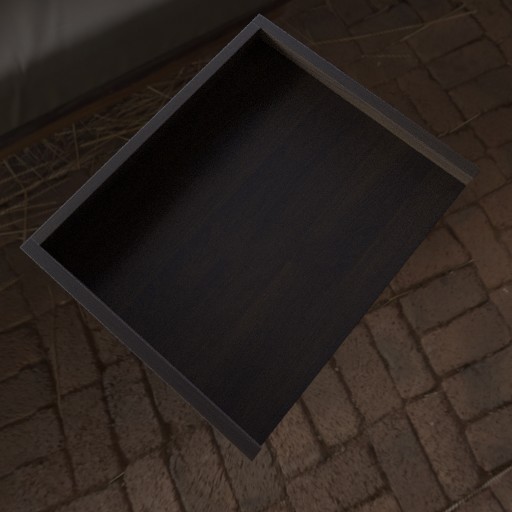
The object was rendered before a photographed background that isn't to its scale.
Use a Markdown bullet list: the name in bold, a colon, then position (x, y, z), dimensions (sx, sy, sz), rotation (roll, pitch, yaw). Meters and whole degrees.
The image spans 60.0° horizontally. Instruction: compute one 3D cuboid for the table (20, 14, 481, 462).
- **table**: position (0.000, 0.000, 0.778), dimensions (0.370, 0.470, 0.450), rotation (39, 79, 10)
